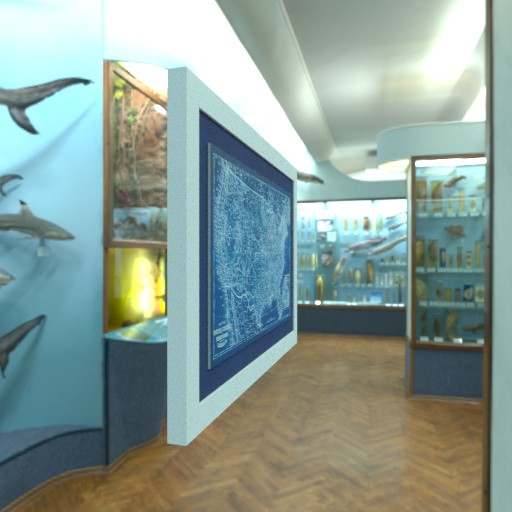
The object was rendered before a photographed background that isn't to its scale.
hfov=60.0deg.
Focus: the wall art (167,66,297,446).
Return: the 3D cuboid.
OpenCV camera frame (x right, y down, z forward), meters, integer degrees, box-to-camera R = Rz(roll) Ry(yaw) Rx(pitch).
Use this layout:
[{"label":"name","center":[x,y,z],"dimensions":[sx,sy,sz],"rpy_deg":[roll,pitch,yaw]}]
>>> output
[{"label":"wall art","center":[0.000,0.000,1.685],"dimensions":[0.051,0.902,1.308],"rpy_deg":[0,0,17]}]
